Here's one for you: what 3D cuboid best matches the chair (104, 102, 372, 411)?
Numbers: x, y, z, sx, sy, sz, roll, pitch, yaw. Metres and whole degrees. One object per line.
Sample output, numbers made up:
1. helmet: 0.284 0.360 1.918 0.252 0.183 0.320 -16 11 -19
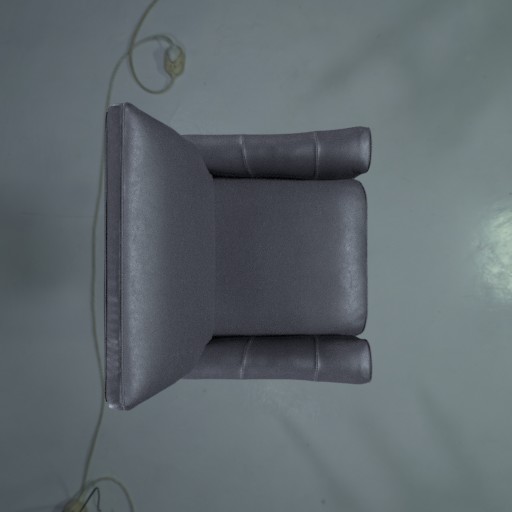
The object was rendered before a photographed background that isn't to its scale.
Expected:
1. chair: 0.000 0.000 1.629 0.825 0.943 0.870 0 90 -1
